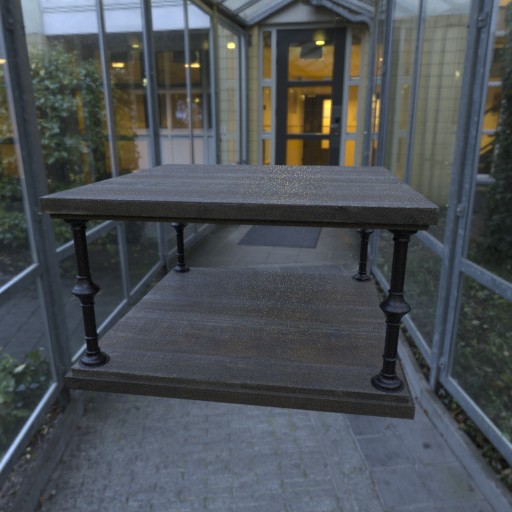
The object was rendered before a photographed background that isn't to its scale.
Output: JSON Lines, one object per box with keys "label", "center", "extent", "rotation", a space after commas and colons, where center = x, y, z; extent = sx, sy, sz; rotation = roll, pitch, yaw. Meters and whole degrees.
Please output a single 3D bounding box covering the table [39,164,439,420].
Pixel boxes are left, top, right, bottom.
{"label": "table", "center": [0.000, 0.000, 1.146], "extent": [0.696, 0.400, 0.696], "rotation": [2, 17, 8]}
